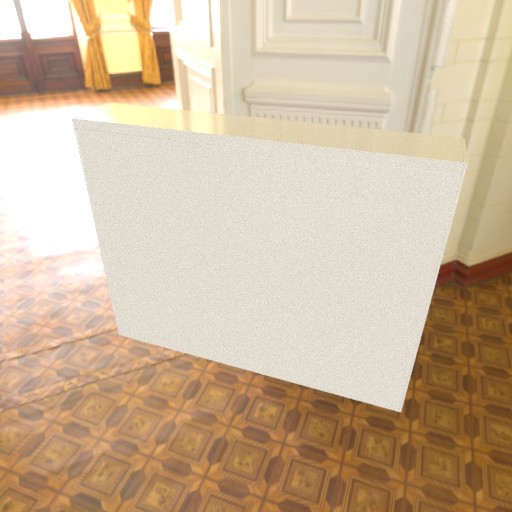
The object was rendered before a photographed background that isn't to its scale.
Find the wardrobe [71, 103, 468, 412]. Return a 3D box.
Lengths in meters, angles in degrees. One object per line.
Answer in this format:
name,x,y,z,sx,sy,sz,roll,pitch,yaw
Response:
wardrobe,0.000,0.000,4.041,3.000,2.360,0.580,11,34,17
